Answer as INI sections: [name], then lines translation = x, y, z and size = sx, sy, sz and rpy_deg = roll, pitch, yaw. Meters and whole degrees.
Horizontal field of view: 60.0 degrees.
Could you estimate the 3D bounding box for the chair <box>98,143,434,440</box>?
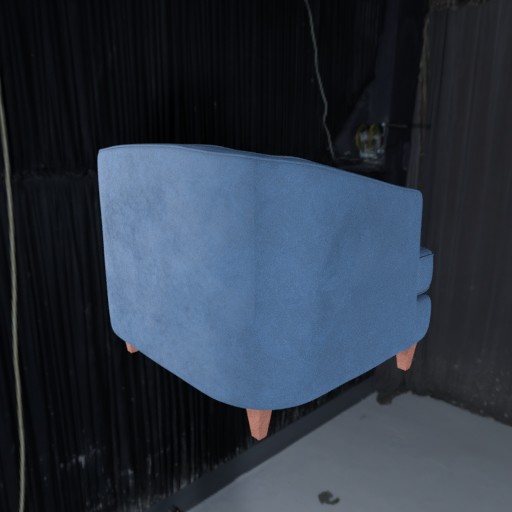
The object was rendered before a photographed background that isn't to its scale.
[chair]
translation = 0.000, 0.000, 1.738
size = 0.940, 0.852, 1.094
rpy_deg = -13, 19, -41
